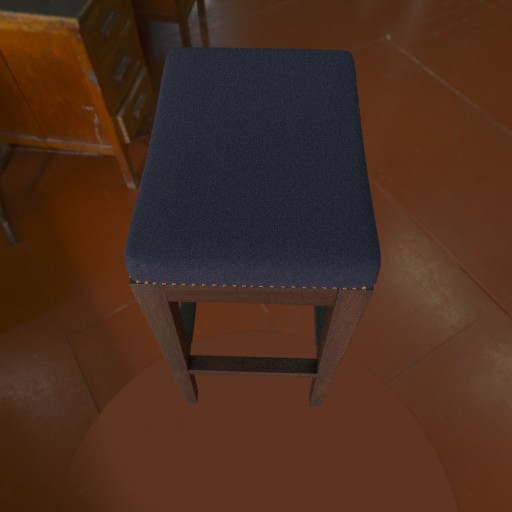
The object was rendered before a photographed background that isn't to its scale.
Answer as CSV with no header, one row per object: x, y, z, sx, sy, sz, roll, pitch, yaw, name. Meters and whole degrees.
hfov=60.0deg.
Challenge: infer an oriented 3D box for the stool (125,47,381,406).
0.000,0.000,1.013,0.358,0.740,0.498,1,59,1,stool
